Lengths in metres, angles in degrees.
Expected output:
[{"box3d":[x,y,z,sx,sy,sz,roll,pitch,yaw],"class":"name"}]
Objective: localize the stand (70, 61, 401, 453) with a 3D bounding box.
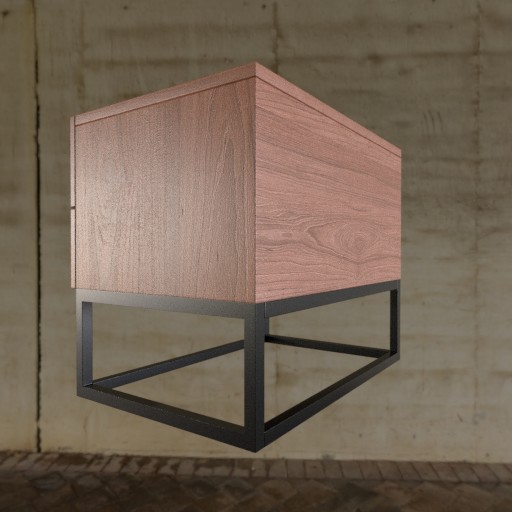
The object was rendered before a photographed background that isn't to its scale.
[{"box3d":[0.000,0.000,0.928,0.420,0.500,0.600,0,1,35],"class":"stand"}]
